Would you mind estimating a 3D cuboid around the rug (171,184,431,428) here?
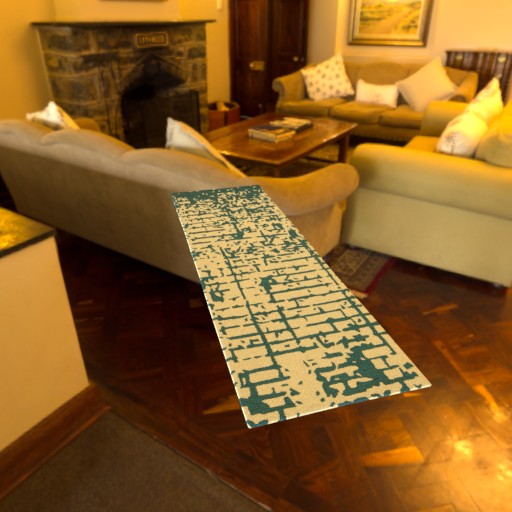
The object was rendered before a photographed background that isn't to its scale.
[{"bbox_3d":[0.000,0.000,2.687,0.750,0.011,2.435,-8,30,-14],"label":"rug"}]
